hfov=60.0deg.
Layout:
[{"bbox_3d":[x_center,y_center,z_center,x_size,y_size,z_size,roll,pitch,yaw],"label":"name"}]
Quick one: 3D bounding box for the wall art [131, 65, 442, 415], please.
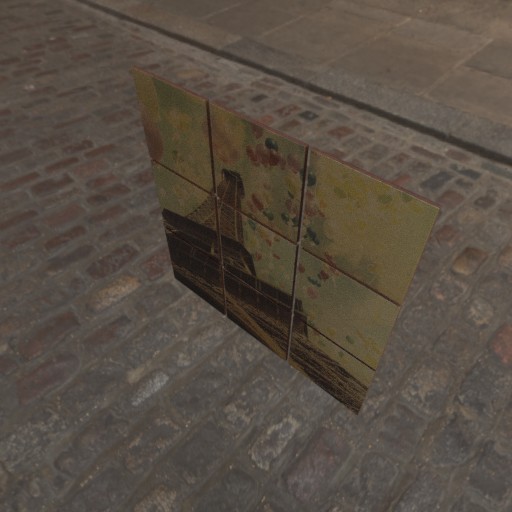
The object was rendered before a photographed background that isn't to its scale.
[{"bbox_3d":[0.000,0.000,1.868,1.256,1.246,0.017,33,55,27],"label":"wall art"}]
